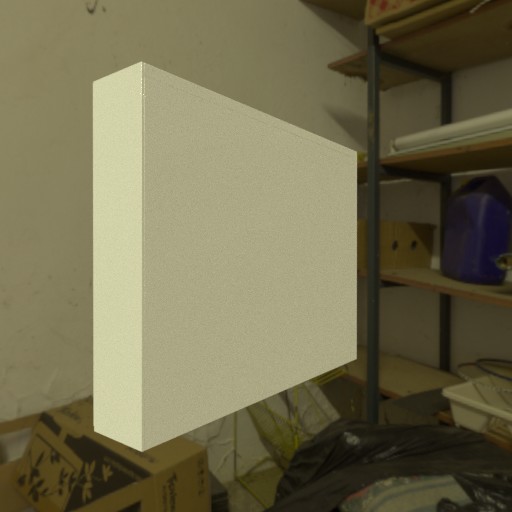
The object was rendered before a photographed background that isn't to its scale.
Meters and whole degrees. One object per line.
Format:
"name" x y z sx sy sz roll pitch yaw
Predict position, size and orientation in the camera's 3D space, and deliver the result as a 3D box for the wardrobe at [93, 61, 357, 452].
"wardrobe" 0.000 0.000 4.040 0.580 2.360 3.000 0 0 38
